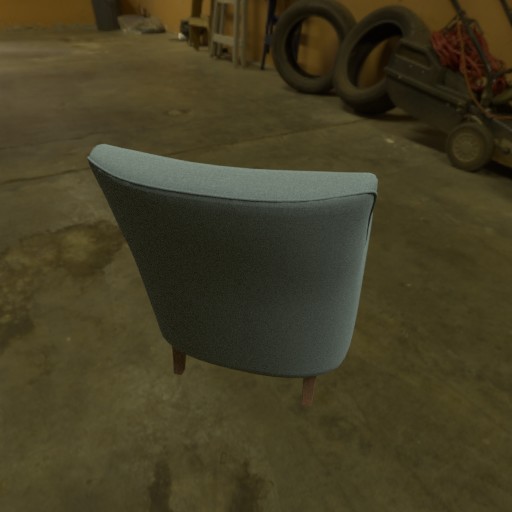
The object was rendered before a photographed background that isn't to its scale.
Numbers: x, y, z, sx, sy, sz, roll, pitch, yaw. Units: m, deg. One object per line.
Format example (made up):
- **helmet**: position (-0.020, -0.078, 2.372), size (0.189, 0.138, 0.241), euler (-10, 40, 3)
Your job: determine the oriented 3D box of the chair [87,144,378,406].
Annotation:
- **chair**: position (0.000, 0.000, 1.566), size (0.756, 0.916, 0.879), euler (9, 34, 14)
